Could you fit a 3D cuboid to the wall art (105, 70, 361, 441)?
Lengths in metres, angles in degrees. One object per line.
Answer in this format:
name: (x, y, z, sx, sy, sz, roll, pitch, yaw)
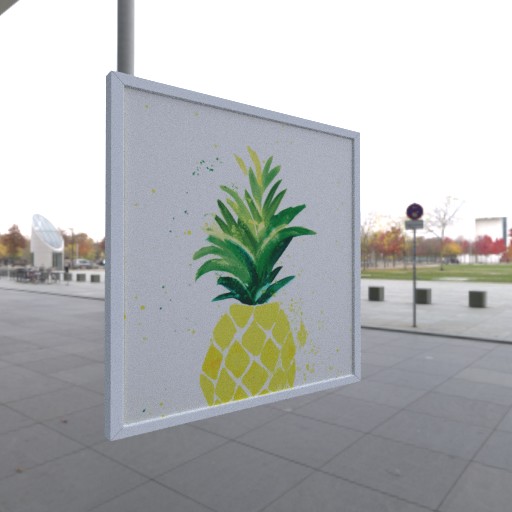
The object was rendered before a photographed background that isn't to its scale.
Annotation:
wall art: (0.000, 0.000, 1.147, 0.763, 0.761, 0.038, 0, 0, -36)
